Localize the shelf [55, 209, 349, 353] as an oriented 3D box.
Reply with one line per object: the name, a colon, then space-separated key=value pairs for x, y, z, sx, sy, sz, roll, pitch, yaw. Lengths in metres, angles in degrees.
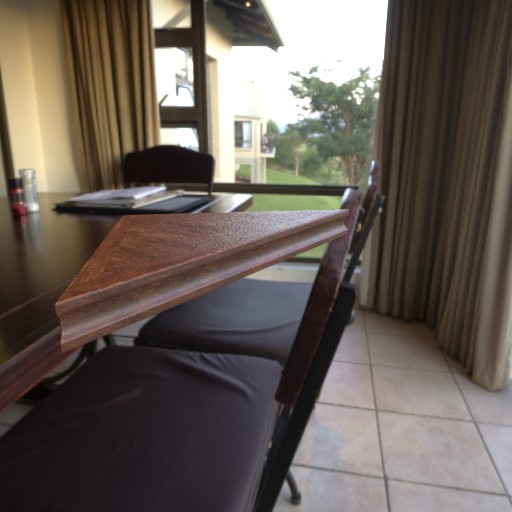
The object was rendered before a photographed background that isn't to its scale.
shelf: x=0.000 y=0.000 z=0.441 sx=0.296 sy=0.035 sz=0.296 roll=-2 pitch=16 yaw=-8
